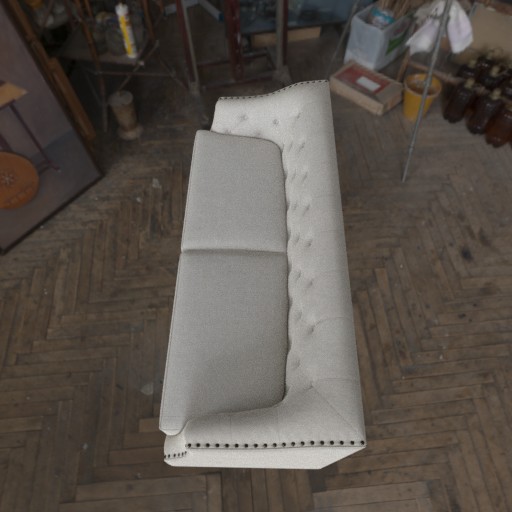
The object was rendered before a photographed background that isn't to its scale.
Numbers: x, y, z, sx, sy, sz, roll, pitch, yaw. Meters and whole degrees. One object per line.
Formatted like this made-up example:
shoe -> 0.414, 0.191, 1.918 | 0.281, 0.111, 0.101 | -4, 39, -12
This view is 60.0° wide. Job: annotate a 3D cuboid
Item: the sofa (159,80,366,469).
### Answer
sofa -> 0.000, 0.000, 2.655 | 0.914, 0.901, 2.235 | 1, 59, 1
